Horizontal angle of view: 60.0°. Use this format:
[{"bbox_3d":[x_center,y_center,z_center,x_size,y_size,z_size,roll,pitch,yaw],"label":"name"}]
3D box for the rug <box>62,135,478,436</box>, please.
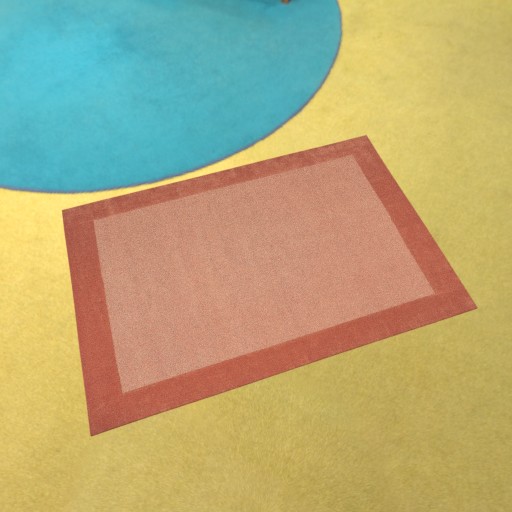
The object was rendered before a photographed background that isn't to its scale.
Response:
[{"bbox_3d":[0.000,0.000,2.265,1.829,0.014,1.219,-16,60,-9],"label":"rug"}]
